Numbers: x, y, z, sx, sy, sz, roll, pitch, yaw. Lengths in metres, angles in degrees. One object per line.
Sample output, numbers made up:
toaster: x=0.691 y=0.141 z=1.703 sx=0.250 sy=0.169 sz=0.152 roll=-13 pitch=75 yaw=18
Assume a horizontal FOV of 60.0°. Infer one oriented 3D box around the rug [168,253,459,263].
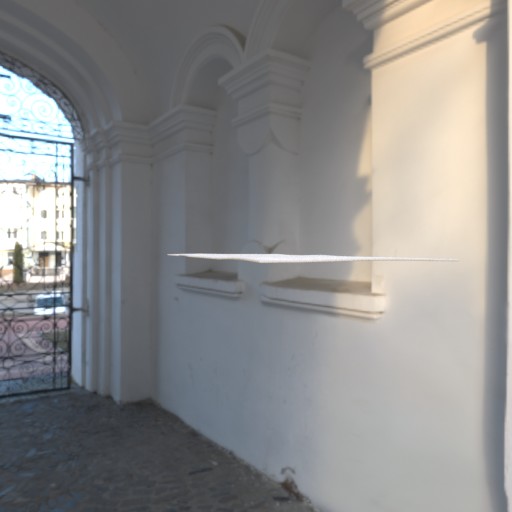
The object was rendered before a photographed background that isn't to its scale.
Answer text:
rug: x=0.000 y=0.000 z=2.650 sx=0.762 sy=0.013 sz=2.439 roll=0 pitch=1 yaw=-18
